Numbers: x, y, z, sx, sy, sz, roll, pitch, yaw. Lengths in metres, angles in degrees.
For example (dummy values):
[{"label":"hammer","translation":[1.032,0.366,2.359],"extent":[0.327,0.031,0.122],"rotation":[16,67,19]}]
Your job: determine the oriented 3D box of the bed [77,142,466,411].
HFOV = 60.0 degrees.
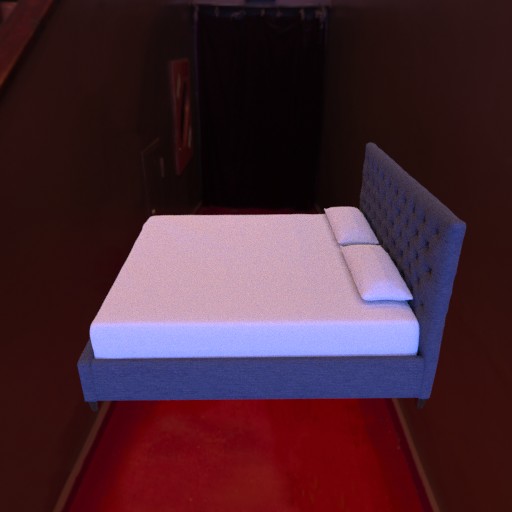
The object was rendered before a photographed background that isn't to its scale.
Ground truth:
[{"label":"bed","translation":[0.000,0.000,3.689],"extent":[2.387,1.427,2.078],"rotation":[0,27,-1]}]
